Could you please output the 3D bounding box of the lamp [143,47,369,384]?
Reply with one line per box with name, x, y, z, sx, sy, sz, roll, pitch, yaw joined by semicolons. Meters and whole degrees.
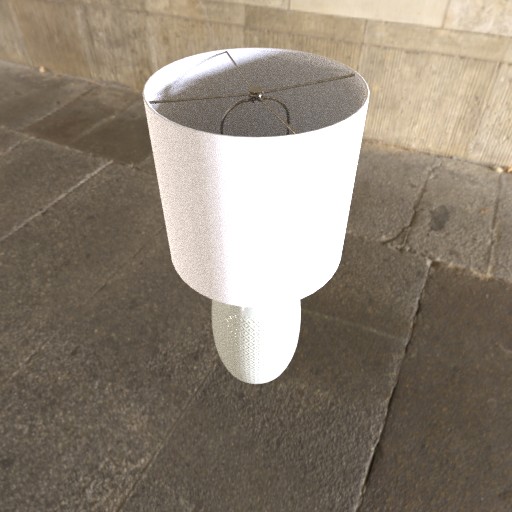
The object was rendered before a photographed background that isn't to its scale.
lamp;0.000;0.000;0.583;0.217;0.453;0.217;-13;44;-14
